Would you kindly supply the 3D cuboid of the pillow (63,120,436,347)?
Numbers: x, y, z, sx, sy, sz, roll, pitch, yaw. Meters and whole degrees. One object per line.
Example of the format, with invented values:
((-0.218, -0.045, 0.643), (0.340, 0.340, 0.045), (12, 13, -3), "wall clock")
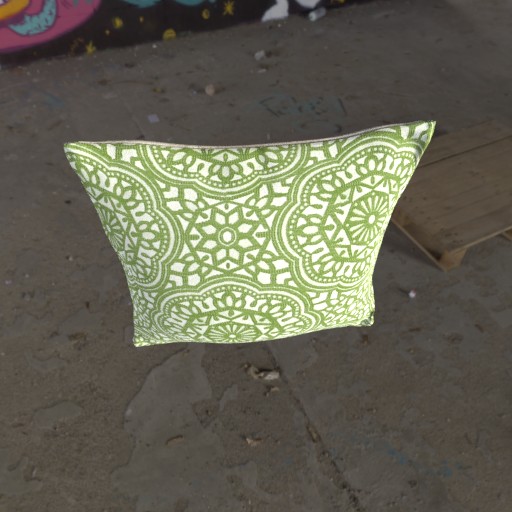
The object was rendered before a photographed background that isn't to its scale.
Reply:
((0.000, 0.000, 0.661), (0.440, 0.419, 0.162), (-5, 47, -4), "pillow")
